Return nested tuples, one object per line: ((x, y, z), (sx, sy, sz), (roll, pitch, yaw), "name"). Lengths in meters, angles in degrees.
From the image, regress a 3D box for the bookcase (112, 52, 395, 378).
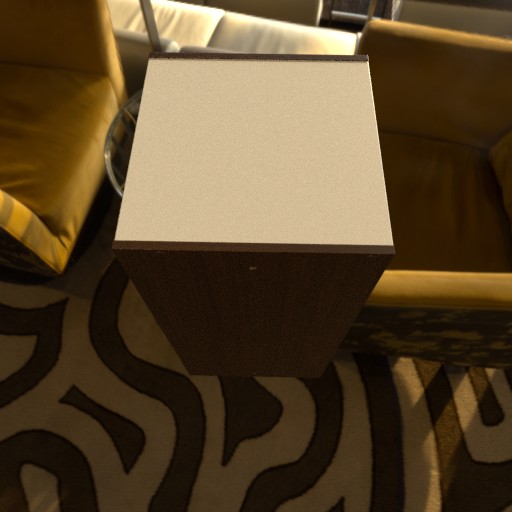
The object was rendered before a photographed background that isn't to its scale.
((0.000, 0.000, 0.788), (0.290, 0.600, 0.300), (1, 63, 1), "bookcase")
